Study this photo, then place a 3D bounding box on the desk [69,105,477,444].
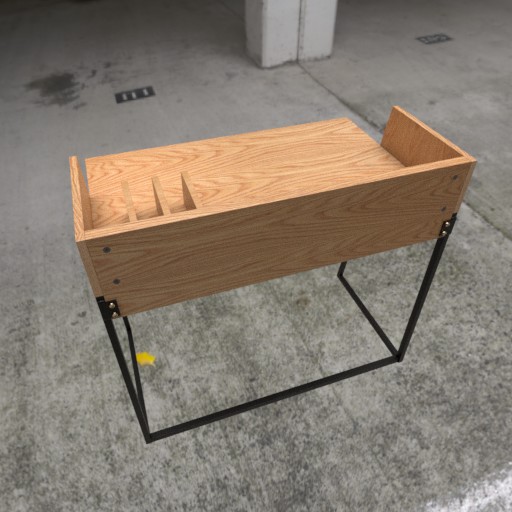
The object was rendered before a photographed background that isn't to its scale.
[{"bbox_3d":[0.000,0.000,1.837,1.191,1.061,0.769,-13,43,-14],"label":"desk"}]
